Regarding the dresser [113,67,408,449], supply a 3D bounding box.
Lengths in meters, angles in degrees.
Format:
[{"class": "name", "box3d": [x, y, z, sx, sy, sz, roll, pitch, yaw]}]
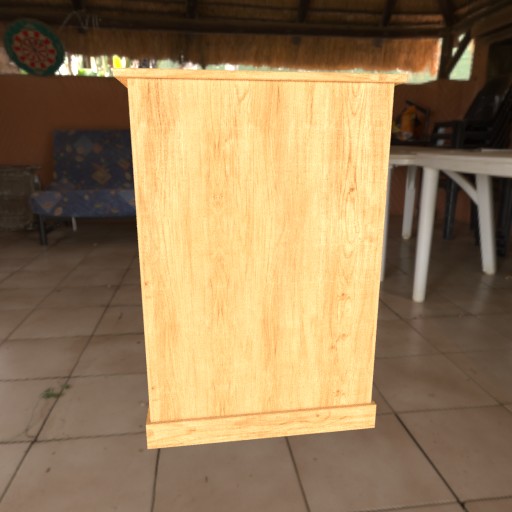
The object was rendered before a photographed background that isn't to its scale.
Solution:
[{"class": "dresser", "box3d": [0.000, 0.000, 1.749, 0.915, 1.300, 0.485, -2, 15, -8]}]
